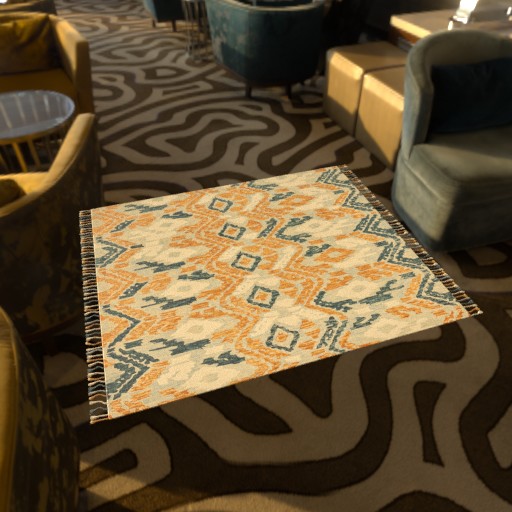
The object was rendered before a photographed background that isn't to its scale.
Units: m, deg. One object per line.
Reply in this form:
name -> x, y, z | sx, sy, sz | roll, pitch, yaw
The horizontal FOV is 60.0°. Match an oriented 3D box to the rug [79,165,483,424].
rug -> 0.000, 0.000, 4.064 | 3.048, 0.010, 2.439 | -12, 43, -13
